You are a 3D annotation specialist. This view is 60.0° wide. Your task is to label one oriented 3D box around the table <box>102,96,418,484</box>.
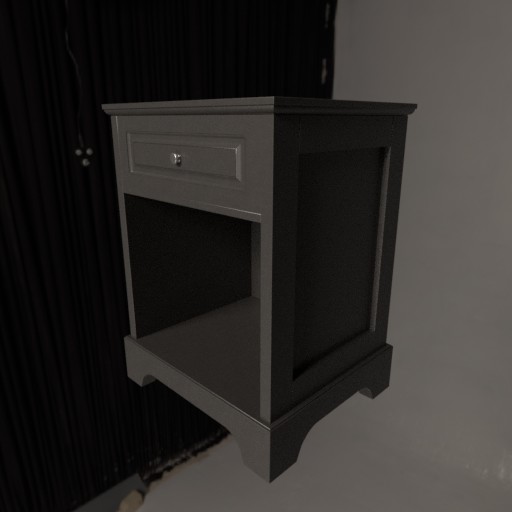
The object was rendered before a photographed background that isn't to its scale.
[{"bbox_3d":[0.000,0.000,0.940,0.460,0.610,0.399,16,24,42],"label":"table"}]
